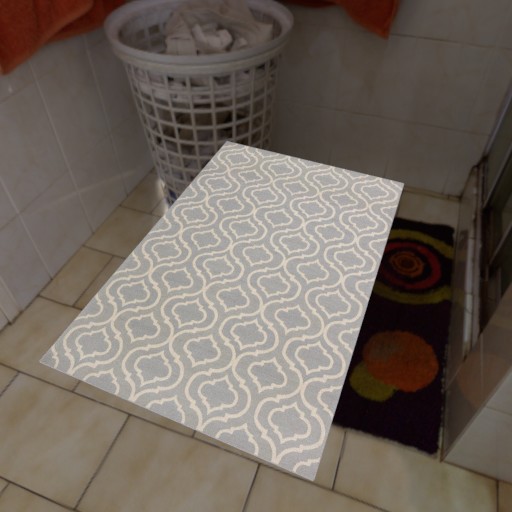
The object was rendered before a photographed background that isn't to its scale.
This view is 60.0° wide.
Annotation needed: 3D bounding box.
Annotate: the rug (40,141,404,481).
[{"bbox_3d":[0.000,0.000,2.170,1.141,0.015,1.749,17,48,15],"label":"rug"}]
